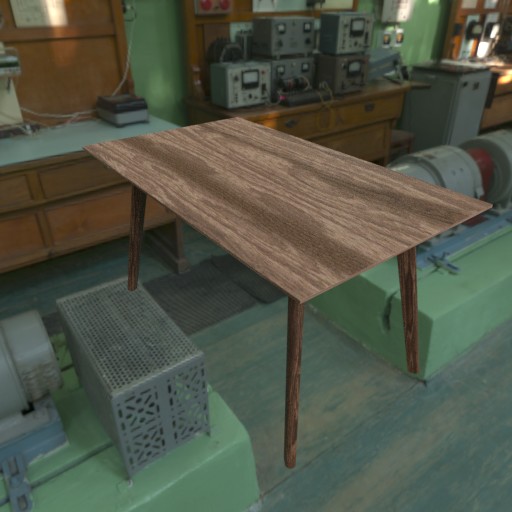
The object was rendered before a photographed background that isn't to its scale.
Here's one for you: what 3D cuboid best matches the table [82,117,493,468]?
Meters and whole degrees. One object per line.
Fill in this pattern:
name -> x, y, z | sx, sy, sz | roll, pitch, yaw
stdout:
table -> 0.000, 0.000, 1.799 | 0.801, 0.724, 1.349 | -22, 38, -31
